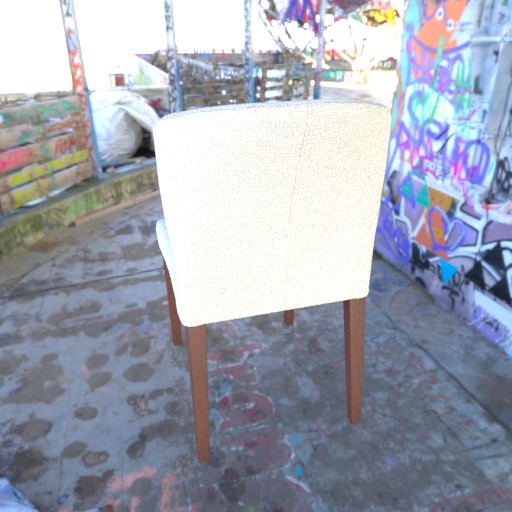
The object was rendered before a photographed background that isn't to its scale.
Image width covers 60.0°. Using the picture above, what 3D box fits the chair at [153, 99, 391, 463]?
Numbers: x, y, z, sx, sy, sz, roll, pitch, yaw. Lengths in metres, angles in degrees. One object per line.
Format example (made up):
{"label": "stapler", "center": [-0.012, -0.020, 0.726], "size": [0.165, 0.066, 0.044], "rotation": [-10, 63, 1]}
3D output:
{"label": "chair", "center": [0.000, 0.000, 1.170], "size": [0.491, 0.839, 0.589], "rotation": [-8, 27, -15]}
